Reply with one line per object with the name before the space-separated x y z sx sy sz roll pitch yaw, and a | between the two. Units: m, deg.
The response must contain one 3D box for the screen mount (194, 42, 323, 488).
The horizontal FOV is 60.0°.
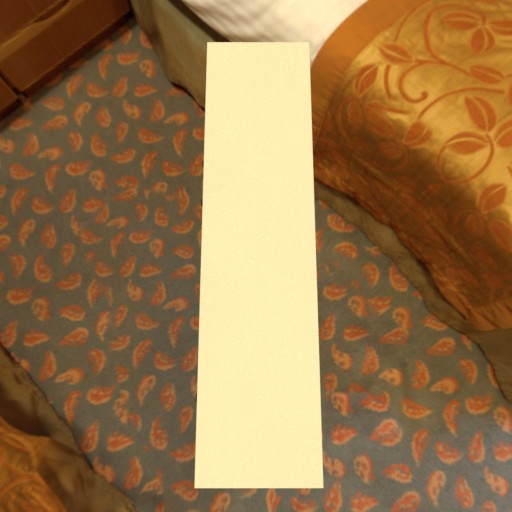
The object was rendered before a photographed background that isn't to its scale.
screen mount | 0.000 0.000 1.809 0.418 0.520 1.600 0 77 0
